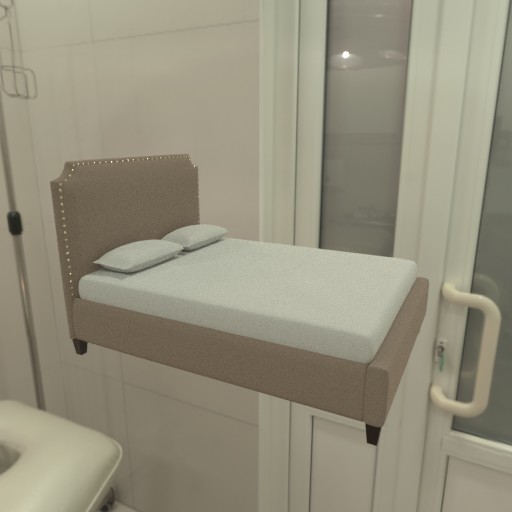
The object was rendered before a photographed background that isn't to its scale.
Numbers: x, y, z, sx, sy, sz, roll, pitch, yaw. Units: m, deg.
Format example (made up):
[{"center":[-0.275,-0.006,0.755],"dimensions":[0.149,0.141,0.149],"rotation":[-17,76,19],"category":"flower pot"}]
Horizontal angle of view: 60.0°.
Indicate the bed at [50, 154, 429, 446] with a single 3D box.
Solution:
[{"center":[0.000,0.000,3.403],"dimensions":[2.372,1.443,1.713],"rotation":[8,17,26],"category":"bed"}]
